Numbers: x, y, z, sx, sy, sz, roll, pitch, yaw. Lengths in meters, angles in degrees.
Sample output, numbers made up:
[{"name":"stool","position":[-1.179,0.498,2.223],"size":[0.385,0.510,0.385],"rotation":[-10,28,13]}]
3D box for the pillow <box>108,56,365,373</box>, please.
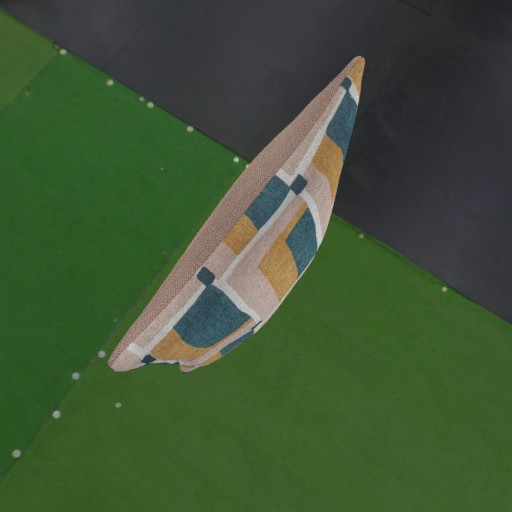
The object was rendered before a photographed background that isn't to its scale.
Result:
[{"name":"pillow","position":[0.000,0.000,0.733],"size":[0.158,0.479,0.478],"rotation":[36,78,9]}]
